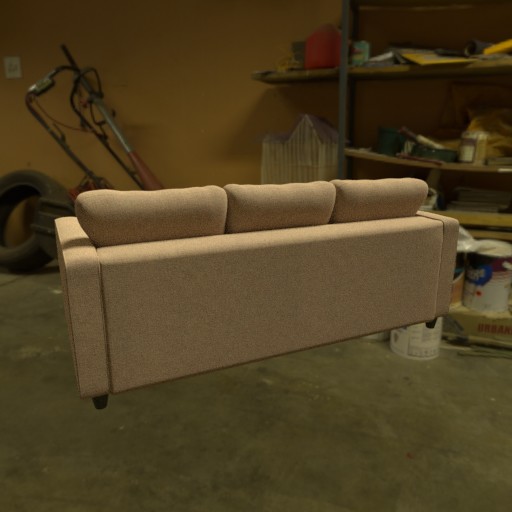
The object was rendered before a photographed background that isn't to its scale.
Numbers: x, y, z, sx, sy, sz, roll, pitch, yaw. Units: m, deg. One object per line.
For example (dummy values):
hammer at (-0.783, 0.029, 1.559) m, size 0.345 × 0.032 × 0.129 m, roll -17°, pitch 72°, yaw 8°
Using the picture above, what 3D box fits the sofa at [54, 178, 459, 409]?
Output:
sofa at (0.000, 0.000, 2.297) m, size 1.855 × 0.800 × 0.930 m, roll -7°, pitch 16°, yaw -25°
